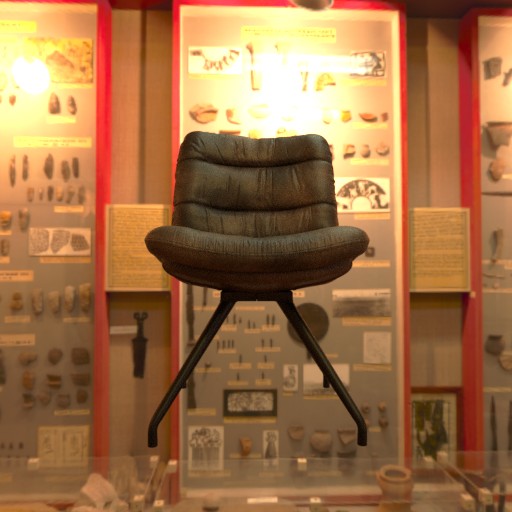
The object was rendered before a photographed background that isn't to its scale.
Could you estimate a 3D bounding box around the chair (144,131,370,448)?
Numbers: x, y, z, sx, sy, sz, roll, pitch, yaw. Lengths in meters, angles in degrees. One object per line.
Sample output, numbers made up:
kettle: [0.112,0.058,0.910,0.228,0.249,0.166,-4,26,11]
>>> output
chair: [0.000,0.000,1.269,0.549,0.870,0.622,0,-1,-1]
